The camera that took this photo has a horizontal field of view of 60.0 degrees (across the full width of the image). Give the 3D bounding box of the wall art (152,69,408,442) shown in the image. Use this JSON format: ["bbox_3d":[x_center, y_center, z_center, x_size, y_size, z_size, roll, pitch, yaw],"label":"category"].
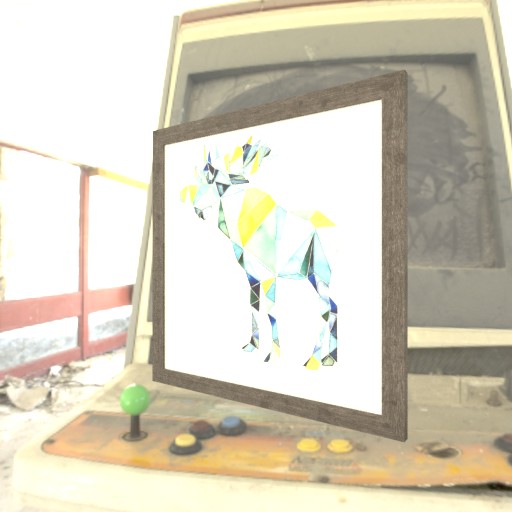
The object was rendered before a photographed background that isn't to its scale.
[{"bbox_3d":[0.000,0.000,0.682,0.457,0.457,0.013,0,0,36],"label":"wall art"}]
